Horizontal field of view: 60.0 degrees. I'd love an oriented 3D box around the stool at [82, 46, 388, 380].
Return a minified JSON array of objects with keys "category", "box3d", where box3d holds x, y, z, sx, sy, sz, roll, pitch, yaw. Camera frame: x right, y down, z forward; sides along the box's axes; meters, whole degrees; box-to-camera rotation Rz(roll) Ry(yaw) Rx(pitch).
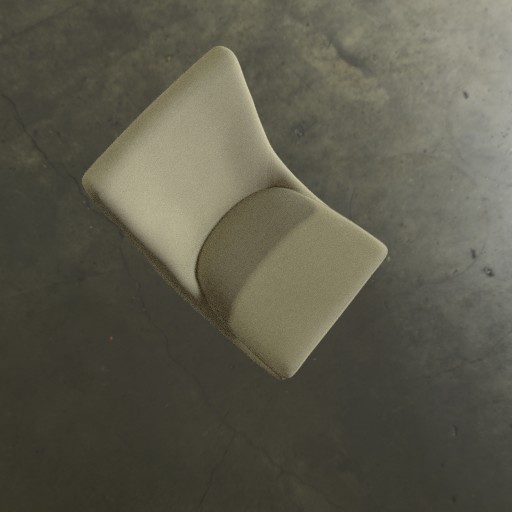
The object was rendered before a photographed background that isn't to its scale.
[{"category":"stool","box3d":[0.000,0.000,1.298,0.577,0.981,0.470,39,78,10]}]
